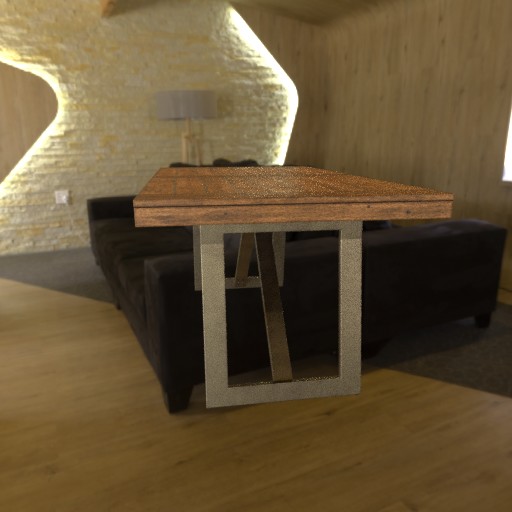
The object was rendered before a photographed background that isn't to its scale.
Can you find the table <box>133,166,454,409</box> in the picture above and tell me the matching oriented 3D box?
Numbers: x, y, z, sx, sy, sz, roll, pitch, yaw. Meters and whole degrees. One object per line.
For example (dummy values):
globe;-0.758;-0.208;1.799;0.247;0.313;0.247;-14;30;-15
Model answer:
table;0.000;0.000;2.130;0.931;0.757;1.641;-2;14;-9
